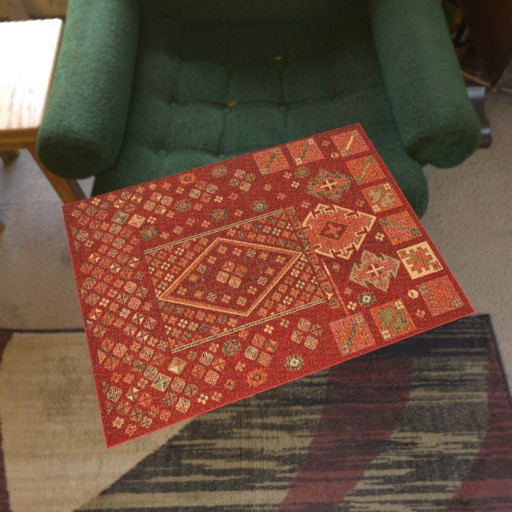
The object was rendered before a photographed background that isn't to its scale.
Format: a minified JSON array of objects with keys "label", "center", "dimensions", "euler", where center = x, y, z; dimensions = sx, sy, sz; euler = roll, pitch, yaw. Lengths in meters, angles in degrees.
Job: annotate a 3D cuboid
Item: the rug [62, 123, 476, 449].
[{"label":"rug","center":[0.000,0.000,4.200],"dimensions":[3.306,0.011,2.389],"euler":[-18,64,-9]}]
